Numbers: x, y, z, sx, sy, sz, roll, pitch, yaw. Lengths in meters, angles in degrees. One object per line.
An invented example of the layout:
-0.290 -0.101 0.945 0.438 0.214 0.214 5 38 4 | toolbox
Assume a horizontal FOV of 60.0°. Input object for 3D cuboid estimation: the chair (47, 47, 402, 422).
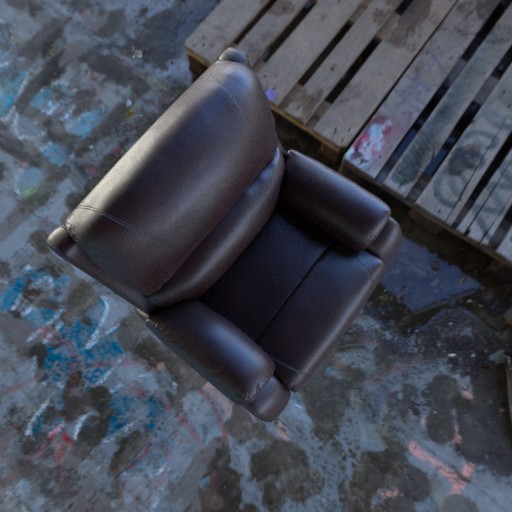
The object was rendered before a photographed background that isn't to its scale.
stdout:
0.000 0.000 1.684 0.899 1.011 0.930 37 78 9 | chair
